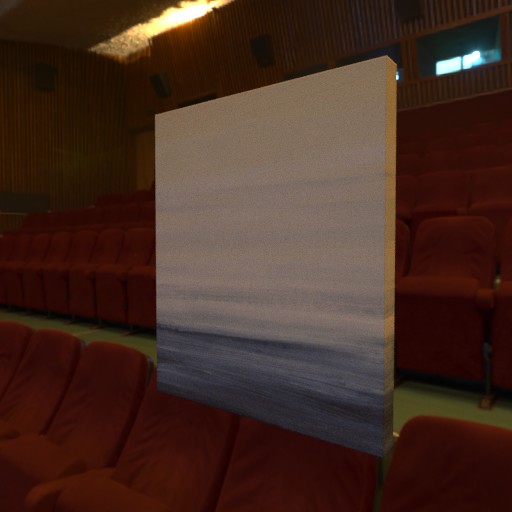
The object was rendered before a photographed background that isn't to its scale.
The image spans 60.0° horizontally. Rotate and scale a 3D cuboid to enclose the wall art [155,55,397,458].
[{"bbox_3d":[0.000,0.000,0.706,0.435,0.511,0.037,1,2,37],"label":"wall art"}]
